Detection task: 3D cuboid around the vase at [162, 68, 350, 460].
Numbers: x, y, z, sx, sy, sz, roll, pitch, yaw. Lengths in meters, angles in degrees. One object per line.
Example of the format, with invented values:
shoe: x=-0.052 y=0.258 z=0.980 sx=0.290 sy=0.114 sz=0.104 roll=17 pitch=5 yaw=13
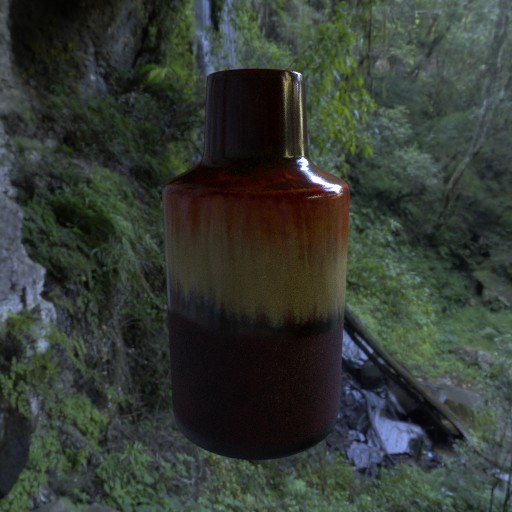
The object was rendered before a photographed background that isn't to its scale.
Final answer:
vase: x=0.000 y=0.000 z=0.268 sx=0.108 sy=0.204 sz=0.108 roll=0 pitch=14 yaw=0
